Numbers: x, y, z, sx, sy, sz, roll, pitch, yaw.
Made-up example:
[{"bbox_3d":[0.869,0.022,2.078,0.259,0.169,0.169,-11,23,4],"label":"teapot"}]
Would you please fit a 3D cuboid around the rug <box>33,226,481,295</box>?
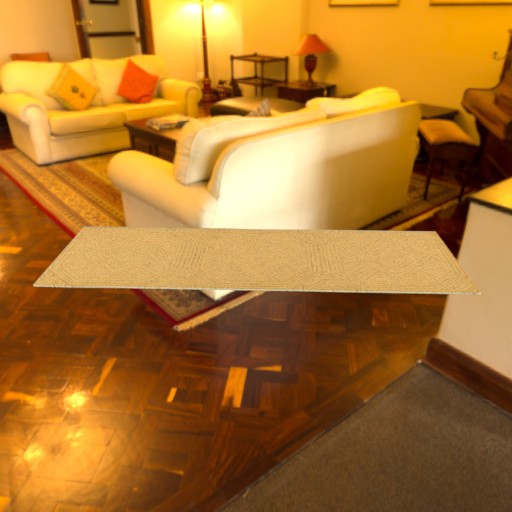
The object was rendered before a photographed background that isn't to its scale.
[{"bbox_3d":[0.000,0.000,2.757,2.452,0.012,0.775,1,29,2],"label":"rug"}]
